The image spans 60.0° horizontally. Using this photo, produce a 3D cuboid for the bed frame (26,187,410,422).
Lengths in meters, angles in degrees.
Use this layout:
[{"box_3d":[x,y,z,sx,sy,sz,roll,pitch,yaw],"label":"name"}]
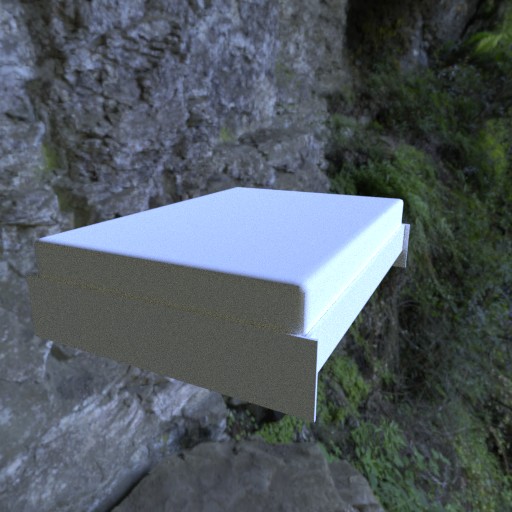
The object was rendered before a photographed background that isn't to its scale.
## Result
[{"box_3d":[0.000,0.000,2.627,1.445,0.497,1.945,8,19,26],"label":"bed frame"}]
